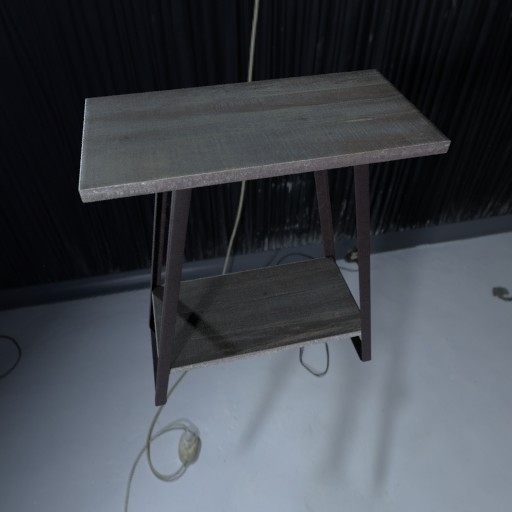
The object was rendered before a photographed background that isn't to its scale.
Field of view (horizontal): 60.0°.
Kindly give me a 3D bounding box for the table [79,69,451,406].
[{"bbox_3d":[0.000,0.000,1.042,0.599,0.701,0.300,-9,46,-9],"label":"table"}]
